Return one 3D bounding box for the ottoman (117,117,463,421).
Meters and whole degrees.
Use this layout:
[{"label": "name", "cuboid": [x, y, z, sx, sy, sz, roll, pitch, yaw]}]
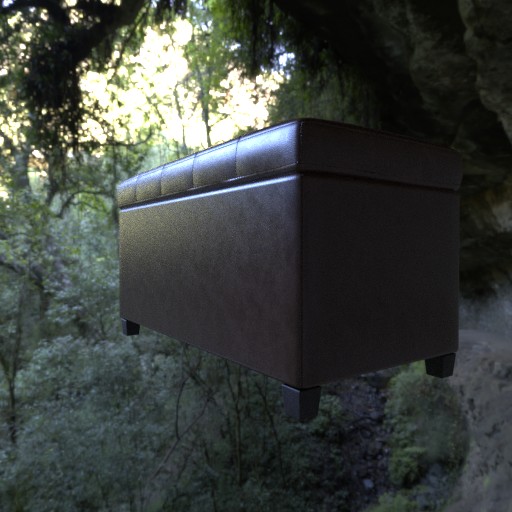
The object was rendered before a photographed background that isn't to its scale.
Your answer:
[{"label": "ottoman", "cuboid": [0.000, 0.000, 1.097, 0.432, 0.470, 0.838, -1, 2, -35]}]
